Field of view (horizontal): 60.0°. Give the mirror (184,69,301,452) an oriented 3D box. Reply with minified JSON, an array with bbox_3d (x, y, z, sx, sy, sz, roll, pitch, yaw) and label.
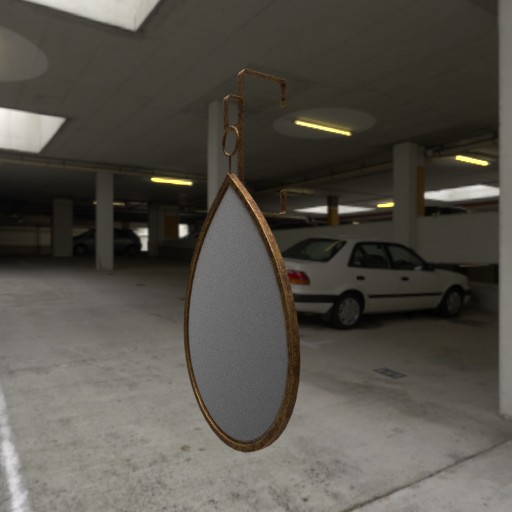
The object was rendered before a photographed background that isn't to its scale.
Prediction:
[{"bbox_3d":[0.000,0.000,0.906,0.144,0.744,0.405,0,0,-34],"label":"mirror"}]
